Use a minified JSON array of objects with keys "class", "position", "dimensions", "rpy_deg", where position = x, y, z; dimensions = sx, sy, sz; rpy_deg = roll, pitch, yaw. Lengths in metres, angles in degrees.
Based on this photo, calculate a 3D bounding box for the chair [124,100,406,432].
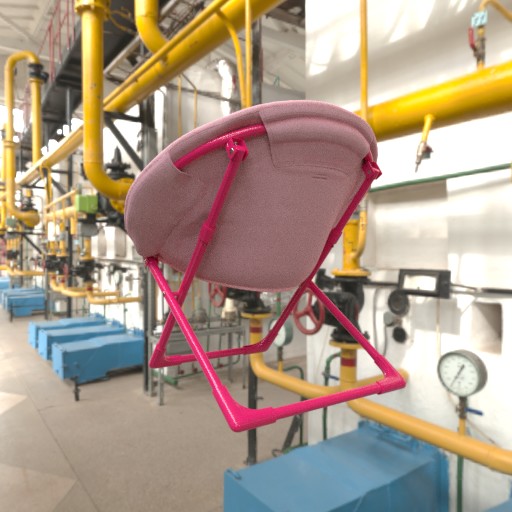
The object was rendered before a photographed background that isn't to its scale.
[{"class":"chair","position":[0.000,0.000,0.904],"dimensions":[0.522,0.494,0.459],"rpy_deg":[0,0,-34]}]
